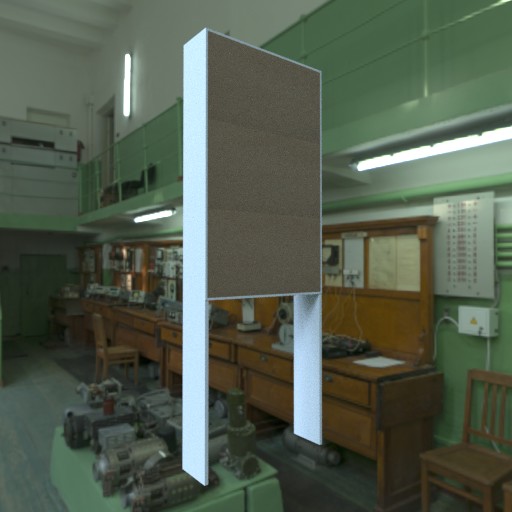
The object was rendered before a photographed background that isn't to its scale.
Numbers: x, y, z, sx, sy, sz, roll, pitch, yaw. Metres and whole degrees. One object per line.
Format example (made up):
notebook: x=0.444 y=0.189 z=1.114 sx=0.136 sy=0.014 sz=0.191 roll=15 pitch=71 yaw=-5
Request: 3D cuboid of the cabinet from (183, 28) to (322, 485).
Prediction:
cabinet: x=0.000 y=0.000 z=1.983 sx=0.643 sy=1.770 sz=0.192 roll=1 pitch=-1 yaw=-38
